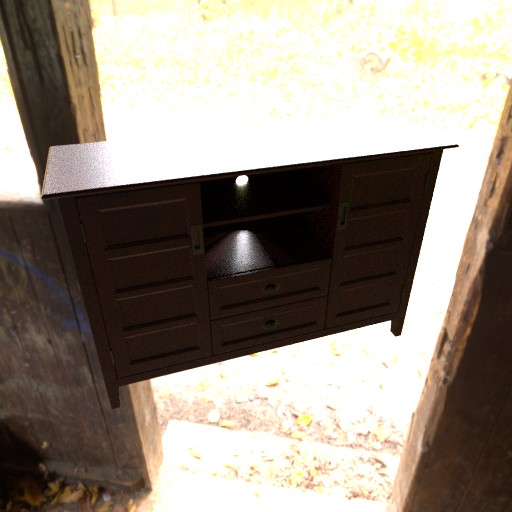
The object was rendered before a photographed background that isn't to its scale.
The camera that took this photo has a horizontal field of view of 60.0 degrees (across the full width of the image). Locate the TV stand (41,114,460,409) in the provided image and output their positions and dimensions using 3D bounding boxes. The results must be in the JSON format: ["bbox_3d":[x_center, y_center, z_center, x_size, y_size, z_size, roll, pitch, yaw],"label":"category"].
[{"bbox_3d":[0.000,0.000,1.796,1.372,0.915,0.445,-10,33,-16],"label":"TV stand"}]
